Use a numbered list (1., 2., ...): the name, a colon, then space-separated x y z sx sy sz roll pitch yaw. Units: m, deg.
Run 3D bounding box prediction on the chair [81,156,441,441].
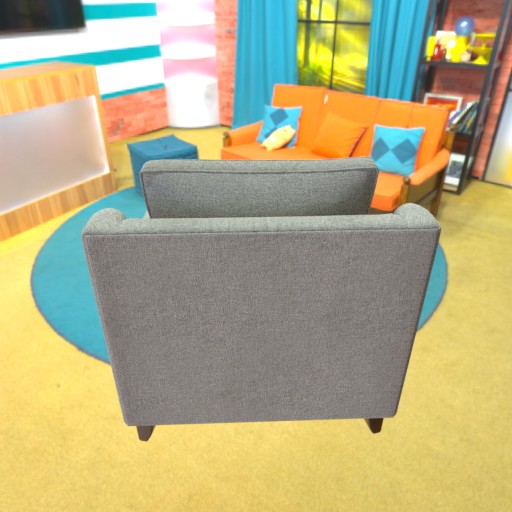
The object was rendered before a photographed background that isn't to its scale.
1. chair: 0.000 0.000 1.558 0.838 0.864 0.918 -1 31 -2
